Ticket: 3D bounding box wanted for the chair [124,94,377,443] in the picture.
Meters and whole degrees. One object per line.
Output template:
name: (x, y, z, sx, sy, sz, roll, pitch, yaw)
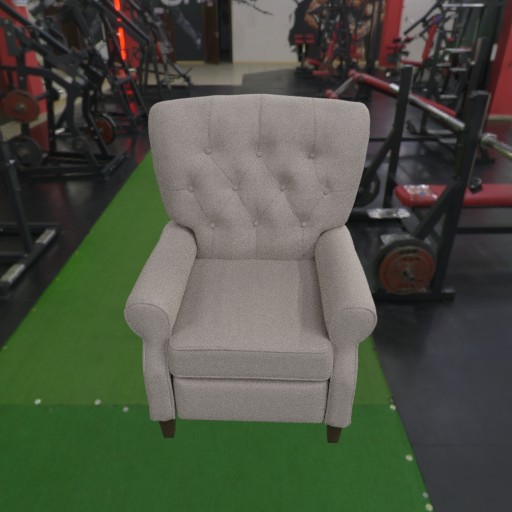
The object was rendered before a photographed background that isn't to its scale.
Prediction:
chair: (0.000, 0.000, 1.902, 0.942, 1.209, 1.025, 1, 29, 2)
